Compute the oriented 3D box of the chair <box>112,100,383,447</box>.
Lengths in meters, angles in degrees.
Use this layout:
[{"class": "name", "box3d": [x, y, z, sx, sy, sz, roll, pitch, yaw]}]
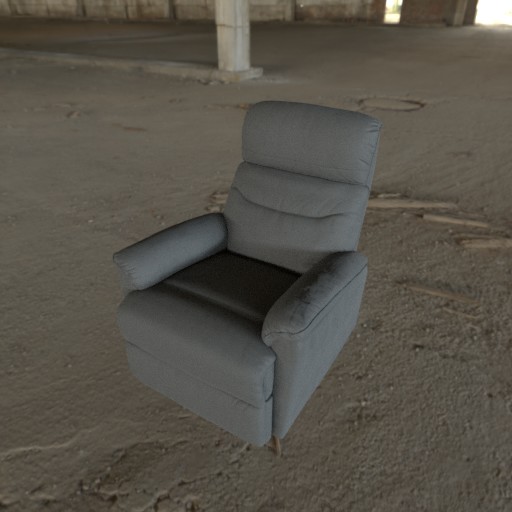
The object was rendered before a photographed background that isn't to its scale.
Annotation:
[{"class": "chair", "box3d": [0.000, 0.000, 1.787, 0.820, 1.037, 1.004, 18, 35, 28]}]
